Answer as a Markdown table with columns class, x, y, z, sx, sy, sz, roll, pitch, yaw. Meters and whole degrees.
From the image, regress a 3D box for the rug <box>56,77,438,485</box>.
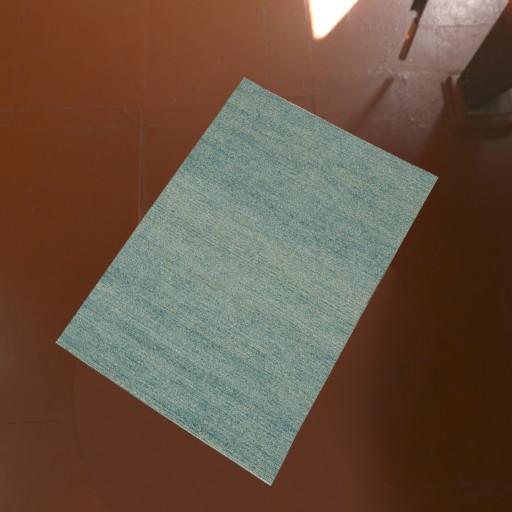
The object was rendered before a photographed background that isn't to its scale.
| class | x | y | z | sx | sy | sz | roll | pitch | yaw |
| --- | --- | --- | --- | --- | --- | --- | --- | --- | --- |
| rug | 0.000 | 0.000 | 2.955 | 1.593 | 0.029 | 2.305 | 30 | 77 | 8 |
